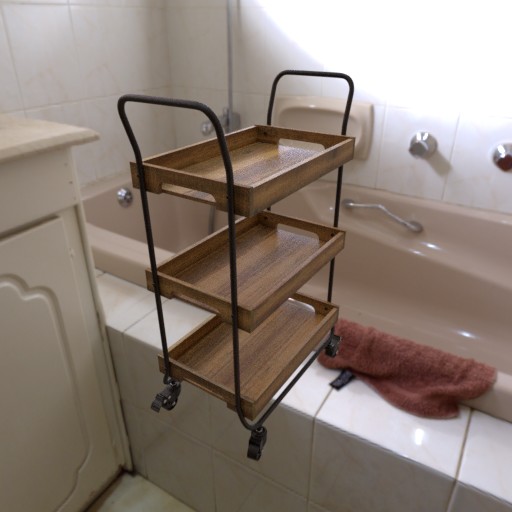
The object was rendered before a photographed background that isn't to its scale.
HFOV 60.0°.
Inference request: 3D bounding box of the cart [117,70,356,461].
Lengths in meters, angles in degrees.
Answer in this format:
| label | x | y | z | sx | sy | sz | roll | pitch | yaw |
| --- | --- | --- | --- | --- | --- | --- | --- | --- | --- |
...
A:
| label | x | y | z | sx | sy | sz | roll | pitch | yaw |
| --- | --- | --- | --- | --- | --- | --- | --- | --- | --- |
| cart | 0.000 | 0.000 | 1.163 | 0.339 | 0.857 | 0.583 | 17 | 32 | 29 |
